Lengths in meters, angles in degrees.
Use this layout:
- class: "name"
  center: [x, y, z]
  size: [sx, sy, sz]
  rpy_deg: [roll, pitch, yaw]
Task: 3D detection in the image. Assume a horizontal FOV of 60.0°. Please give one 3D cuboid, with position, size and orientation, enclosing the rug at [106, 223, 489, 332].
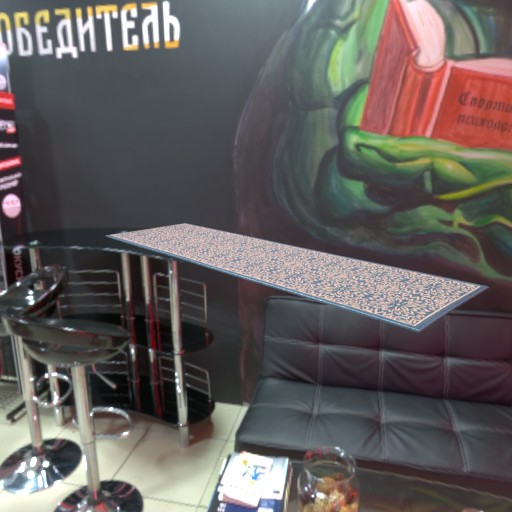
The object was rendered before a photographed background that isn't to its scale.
- class: "rug"
  center: [0.000, 0.000, 2.443]
  size: [0.662, 0.011, 2.196]
  rpy_deg: [-14, 20, -43]
